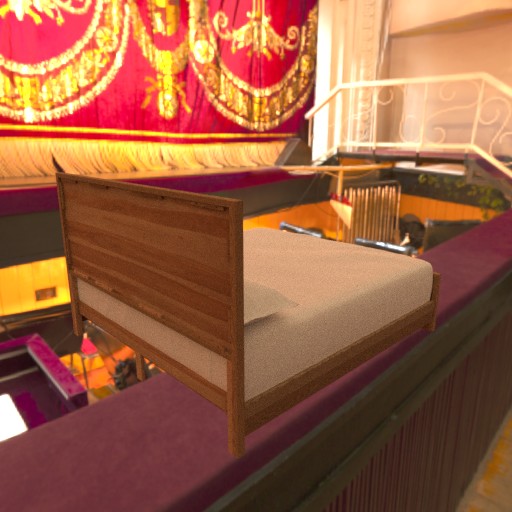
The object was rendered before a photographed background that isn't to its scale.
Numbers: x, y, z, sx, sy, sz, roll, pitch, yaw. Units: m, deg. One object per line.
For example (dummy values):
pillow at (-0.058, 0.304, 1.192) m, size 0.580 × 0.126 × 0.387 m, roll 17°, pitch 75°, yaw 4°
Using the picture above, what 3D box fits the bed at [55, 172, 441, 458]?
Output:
bed at (0.000, 0.000, 3.478) m, size 2.184 × 1.295 × 2.013 m, roll -14°, pitch 21°, yaw -42°
